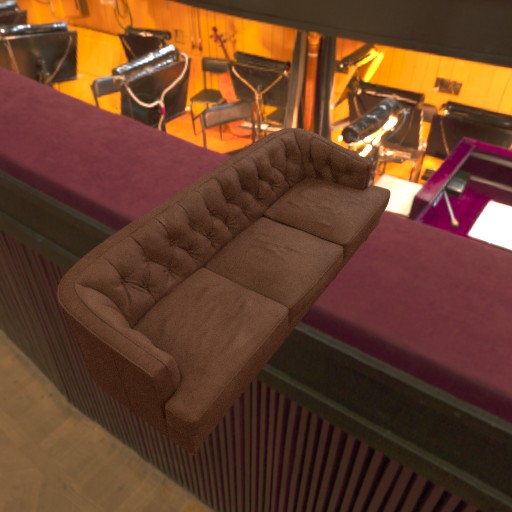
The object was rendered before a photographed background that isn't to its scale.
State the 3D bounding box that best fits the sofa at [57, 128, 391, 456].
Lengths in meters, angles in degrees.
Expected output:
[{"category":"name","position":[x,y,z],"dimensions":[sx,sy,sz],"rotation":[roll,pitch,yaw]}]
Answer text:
[{"category":"sofa","position":[0.000,0.000,2.735],"dimensions":[0.927,0.787,2.227],"rotation":[24,46,26]}]
